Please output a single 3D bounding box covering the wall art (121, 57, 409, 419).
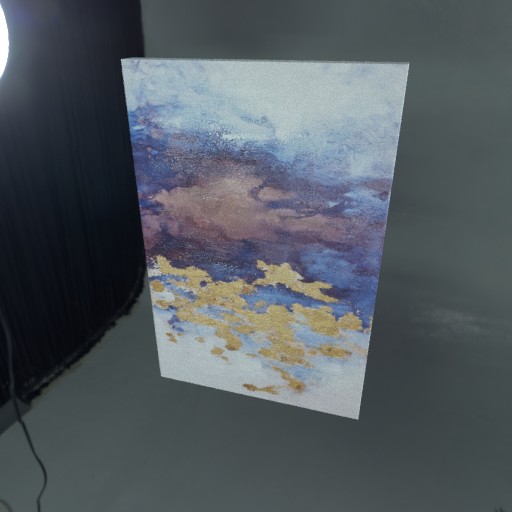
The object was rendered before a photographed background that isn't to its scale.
[{"bbox_3d":[0.000,0.000,1.082,0.583,0.874,0.048,8,28,15],"label":"wall art"}]
